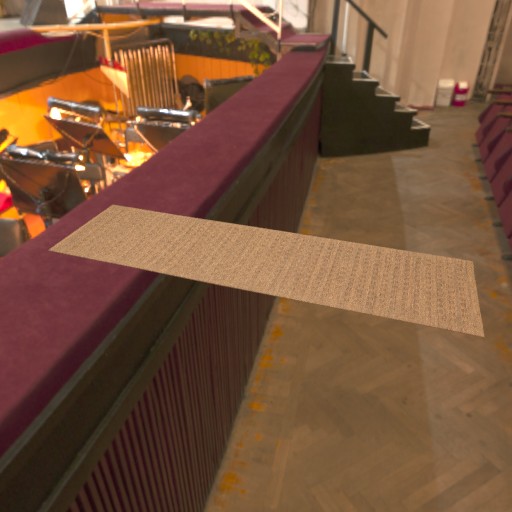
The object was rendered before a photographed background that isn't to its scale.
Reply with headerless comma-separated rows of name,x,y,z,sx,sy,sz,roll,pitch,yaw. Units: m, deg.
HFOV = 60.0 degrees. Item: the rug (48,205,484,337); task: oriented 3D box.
rug,0.000,0.000,2.637,2.437,0.005,0.688,10,33,16
